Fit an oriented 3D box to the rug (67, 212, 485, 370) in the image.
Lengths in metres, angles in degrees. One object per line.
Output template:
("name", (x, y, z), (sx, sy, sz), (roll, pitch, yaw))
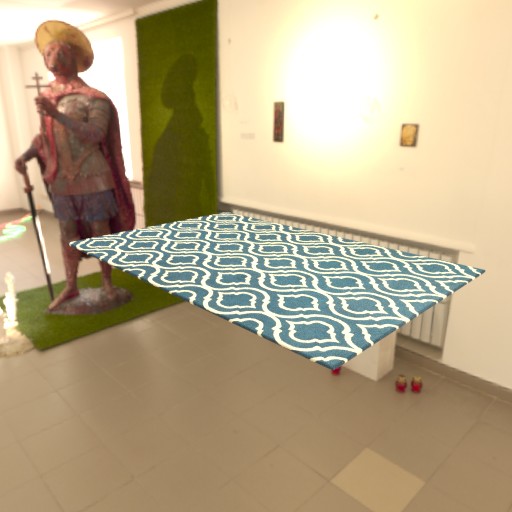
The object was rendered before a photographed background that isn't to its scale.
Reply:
("rug", (0.000, 0.000, 2.181), (1.143, 0.010, 1.753), (-17, 24, -42))
